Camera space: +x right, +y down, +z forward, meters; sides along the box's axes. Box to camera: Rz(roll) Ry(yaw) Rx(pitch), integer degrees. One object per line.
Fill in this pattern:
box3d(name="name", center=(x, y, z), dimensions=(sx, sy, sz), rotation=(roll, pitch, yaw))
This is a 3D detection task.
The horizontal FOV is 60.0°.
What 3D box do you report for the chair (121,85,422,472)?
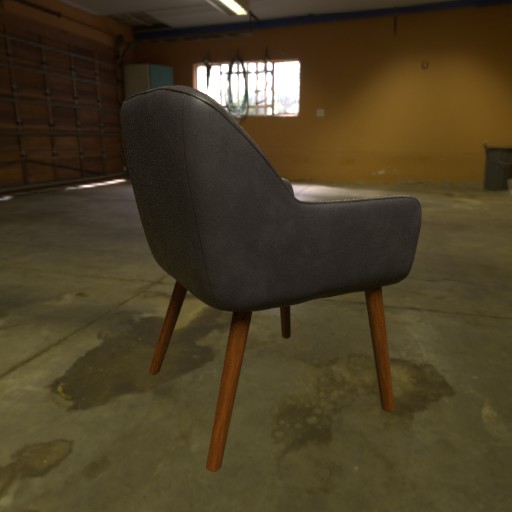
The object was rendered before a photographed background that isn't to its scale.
box3d(name="chair", center=(0.000, 0.000, 1.217), dimensions=(0.610, 0.828, 0.610), rotation=(-8, 17, -27))
